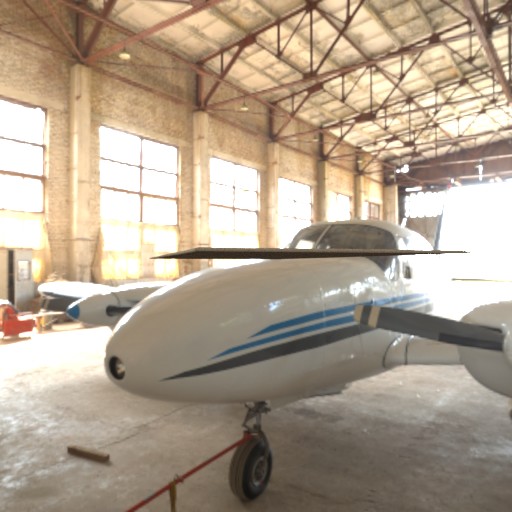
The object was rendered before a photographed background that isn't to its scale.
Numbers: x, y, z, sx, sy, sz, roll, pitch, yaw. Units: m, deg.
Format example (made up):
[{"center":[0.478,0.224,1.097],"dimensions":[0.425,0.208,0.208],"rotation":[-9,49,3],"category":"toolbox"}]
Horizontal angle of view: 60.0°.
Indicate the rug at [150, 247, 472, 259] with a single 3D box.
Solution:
[{"center":[0.000,0.000,1.453],"dimensions":[0.604,0.007,1.219],"rotation":[0,-1,-17],"category":"rug"}]
